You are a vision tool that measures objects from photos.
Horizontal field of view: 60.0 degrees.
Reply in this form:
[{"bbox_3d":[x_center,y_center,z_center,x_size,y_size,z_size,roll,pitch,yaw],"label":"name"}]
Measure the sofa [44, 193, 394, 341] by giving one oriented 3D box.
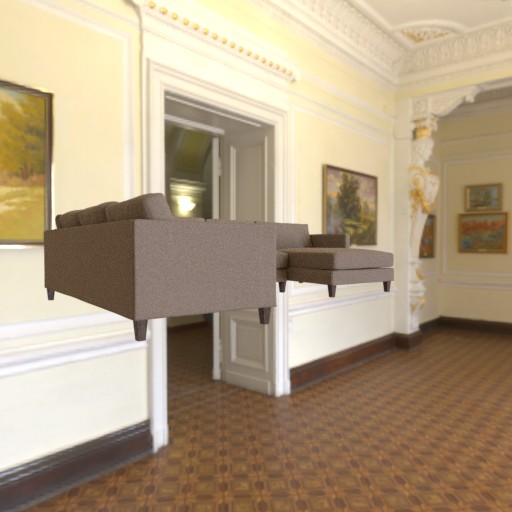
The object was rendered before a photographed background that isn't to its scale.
[{"bbox_3d":[0.000,0.000,4.409,3.438,0.865,2.424,-1,2,-36],"label":"sofa"}]
